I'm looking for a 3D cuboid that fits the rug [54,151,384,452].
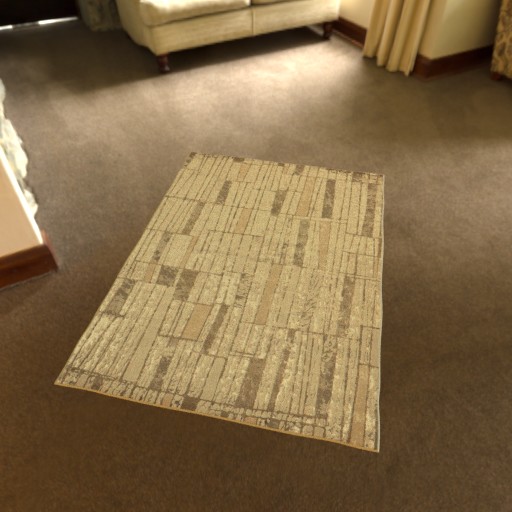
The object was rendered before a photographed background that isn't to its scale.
[{"bbox_3d":[0.000,0.000,4.361,2.449,0.019,3.357,9,46,9],"label":"rug"}]
